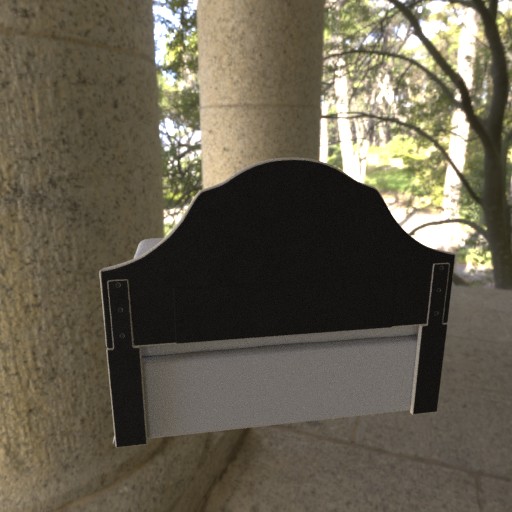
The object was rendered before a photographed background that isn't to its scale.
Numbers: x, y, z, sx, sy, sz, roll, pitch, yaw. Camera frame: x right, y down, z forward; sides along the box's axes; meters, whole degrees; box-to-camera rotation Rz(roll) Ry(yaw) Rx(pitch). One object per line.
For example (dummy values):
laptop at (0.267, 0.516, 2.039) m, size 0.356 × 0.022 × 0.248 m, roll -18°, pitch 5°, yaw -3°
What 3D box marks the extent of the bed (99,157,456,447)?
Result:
bed at (0.000, 0.000, 3.389) m, size 2.012 × 1.555 × 2.086 m, roll -3°, pitch 15°, yaw -10°
